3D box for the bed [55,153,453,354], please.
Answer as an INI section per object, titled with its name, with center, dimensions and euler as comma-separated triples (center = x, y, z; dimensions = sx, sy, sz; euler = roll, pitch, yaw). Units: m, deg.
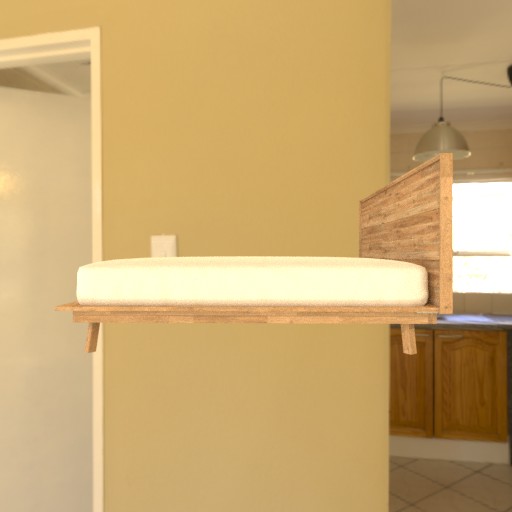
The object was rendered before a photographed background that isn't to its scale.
[bed]
center = 0.000, 0.000, 3.441
dimensions = 2.167, 1.100, 2.116
euler = 0, 0, 2
